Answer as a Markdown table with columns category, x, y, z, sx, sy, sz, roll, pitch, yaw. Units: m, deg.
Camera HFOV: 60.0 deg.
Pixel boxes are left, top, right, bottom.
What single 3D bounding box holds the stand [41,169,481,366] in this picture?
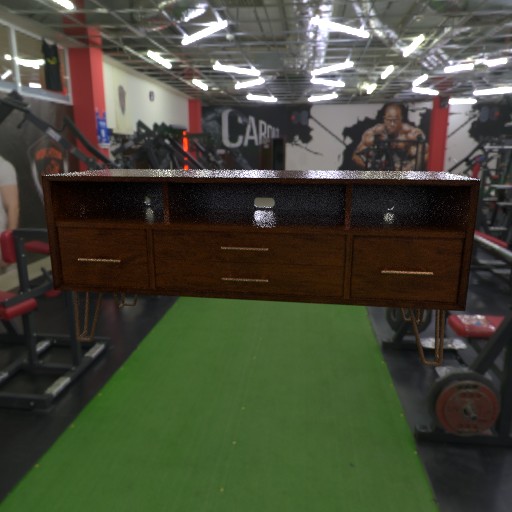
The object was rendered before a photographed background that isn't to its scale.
| category | x | y | z | sx | sy | sz | roll | pitch | yaw |
| --- | --- | --- | --- | --- | --- | --- | --- | --- | --- |
| stand | 0.000 | 0.000 | 1.662 | 1.372 | 0.610 | 0.481 | 2 | 14 | 9 |
